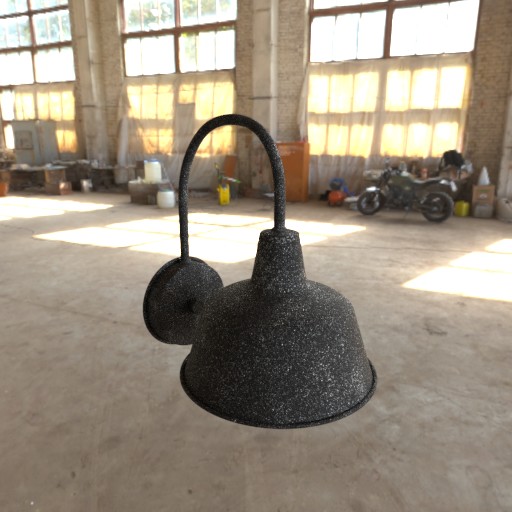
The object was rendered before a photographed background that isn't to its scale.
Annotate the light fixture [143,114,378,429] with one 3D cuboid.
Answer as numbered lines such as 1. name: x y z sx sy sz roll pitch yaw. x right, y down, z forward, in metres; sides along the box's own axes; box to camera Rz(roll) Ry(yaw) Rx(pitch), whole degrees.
1. light fixture: 0.000 0.000 0.486 0.283 0.300 0.216 14 20 42
